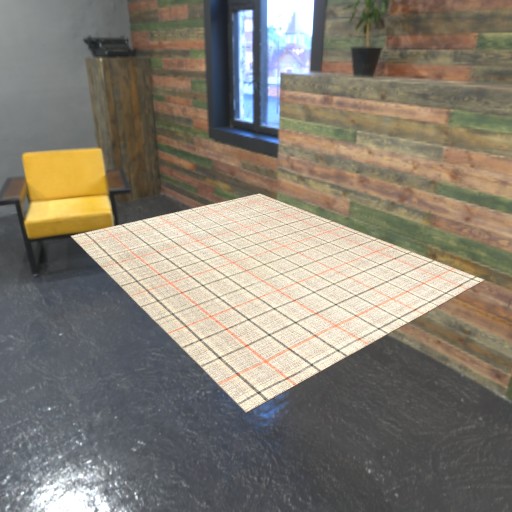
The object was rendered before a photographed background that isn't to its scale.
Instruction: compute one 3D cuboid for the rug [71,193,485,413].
[{"bbox_3d":[0.000,0.000,4.094,2.444,0.012,3.048,-18,30,-33],"label":"rug"}]
